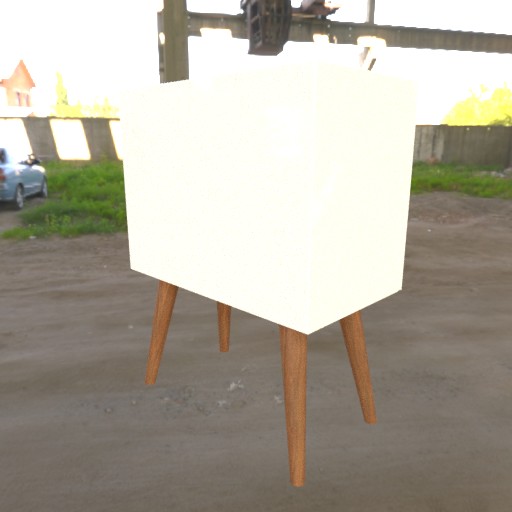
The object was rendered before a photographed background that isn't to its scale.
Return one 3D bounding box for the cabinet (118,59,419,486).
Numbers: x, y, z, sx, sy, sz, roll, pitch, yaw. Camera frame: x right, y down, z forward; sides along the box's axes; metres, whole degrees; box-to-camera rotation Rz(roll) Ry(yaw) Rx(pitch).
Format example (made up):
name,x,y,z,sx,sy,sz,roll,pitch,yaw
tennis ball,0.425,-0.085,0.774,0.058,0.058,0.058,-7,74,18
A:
name,x,y,z,sx,sy,sz,roll,pitch,yaw
cabinet,0.000,0.000,1.072,0.591,0.772,0.344,14,20,43
